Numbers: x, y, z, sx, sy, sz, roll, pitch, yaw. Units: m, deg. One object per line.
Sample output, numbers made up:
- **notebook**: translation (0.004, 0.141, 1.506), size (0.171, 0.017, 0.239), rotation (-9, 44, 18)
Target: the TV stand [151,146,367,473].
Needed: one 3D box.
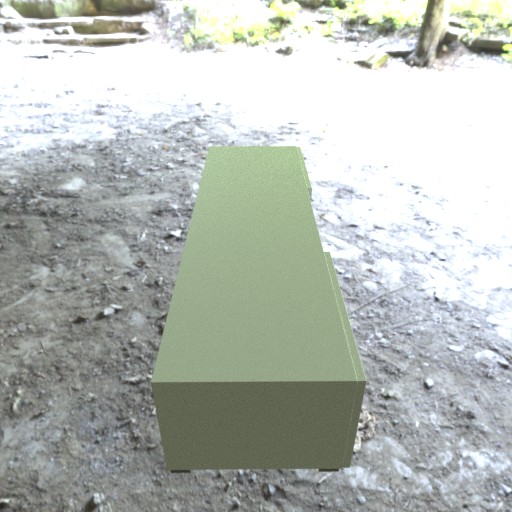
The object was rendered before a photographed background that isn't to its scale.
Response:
- **TV stand**: translation (0.000, 0.000, 1.534), size (0.420, 0.310, 1.400), rotation (0, 32, 0)
